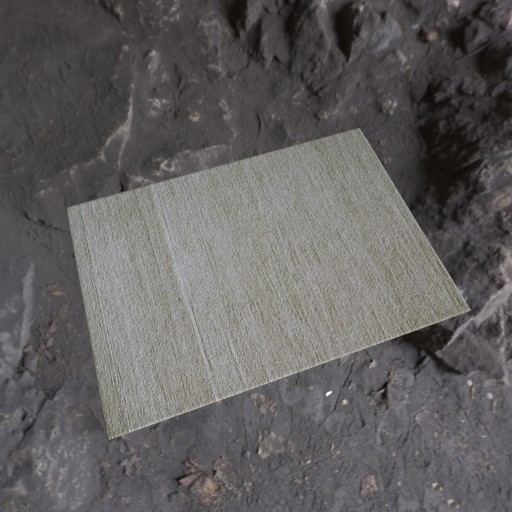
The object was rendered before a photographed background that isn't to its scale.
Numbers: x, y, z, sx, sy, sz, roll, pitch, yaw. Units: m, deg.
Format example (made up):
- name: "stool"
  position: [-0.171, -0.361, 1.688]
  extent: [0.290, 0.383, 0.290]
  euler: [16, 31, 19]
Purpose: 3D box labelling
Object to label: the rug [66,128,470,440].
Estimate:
- name: "rug"
  position: [0.000, 0.000, 2.935]
  extent: [2.270, 0.017, 1.606]
  euler: [-17, 64, -9]
